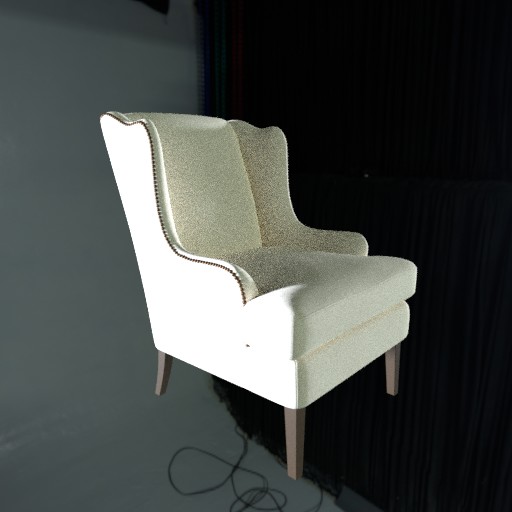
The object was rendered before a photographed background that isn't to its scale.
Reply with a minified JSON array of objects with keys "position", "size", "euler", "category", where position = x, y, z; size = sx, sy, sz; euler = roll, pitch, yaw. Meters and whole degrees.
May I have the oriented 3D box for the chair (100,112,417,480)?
[{"position":[0.000,0.000,1.621],"size":[0.940,1.029,0.737],"euler":[12,18,41],"category":"chair"}]
